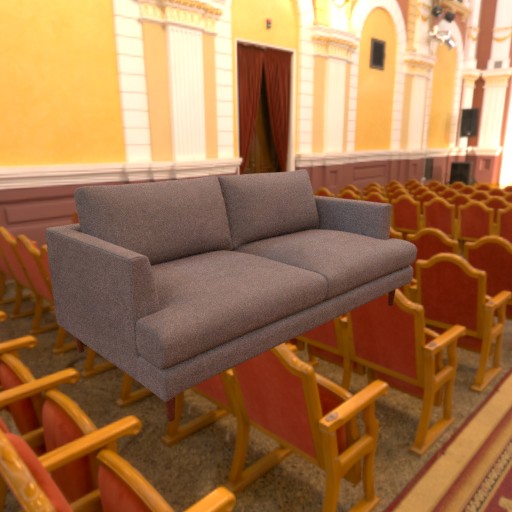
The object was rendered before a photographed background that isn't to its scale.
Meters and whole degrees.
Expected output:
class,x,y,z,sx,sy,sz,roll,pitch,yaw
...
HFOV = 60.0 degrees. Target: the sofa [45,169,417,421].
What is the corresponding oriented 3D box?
class,x,y,z,sx,sy,sz,roll,pitch,yaw
sofa,0.000,0.000,2.537,1.020,0.868,1.948,15,21,43
